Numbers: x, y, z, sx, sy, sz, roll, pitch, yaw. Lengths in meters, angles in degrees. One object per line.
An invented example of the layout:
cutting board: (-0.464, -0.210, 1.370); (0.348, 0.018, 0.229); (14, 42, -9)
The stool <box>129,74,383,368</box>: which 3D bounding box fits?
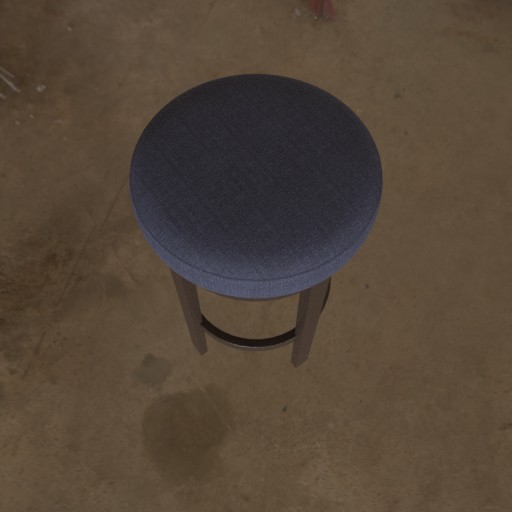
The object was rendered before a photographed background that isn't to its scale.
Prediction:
stool: (0.000, 0.000, 1.053); (0.446, 0.758, 0.446); (0, 65, 0)
